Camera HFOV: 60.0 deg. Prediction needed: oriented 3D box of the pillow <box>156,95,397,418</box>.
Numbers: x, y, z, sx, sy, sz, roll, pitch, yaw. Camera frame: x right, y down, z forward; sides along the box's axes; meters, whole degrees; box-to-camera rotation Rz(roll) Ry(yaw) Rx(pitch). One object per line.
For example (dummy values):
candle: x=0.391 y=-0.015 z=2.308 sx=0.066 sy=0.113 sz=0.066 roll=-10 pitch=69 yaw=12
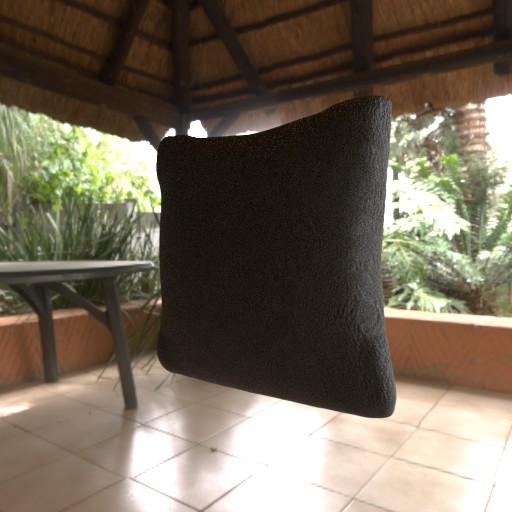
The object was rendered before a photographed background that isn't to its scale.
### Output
pillow: x=0.000 y=0.000 z=0.840 sx=0.533 sy=0.523 sz=0.210 roll=1 pitch=1 yaw=35
